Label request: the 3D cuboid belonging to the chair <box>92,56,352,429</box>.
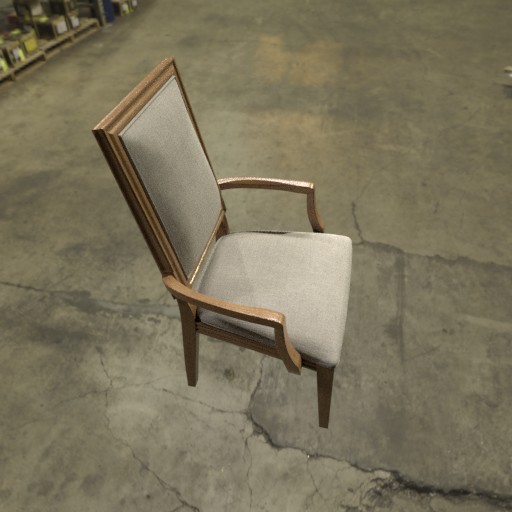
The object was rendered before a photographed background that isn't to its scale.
[{"bbox_3d":[0.000,0.000,1.347,0.602,0.990,0.606,9,44,9],"label":"chair"}]
